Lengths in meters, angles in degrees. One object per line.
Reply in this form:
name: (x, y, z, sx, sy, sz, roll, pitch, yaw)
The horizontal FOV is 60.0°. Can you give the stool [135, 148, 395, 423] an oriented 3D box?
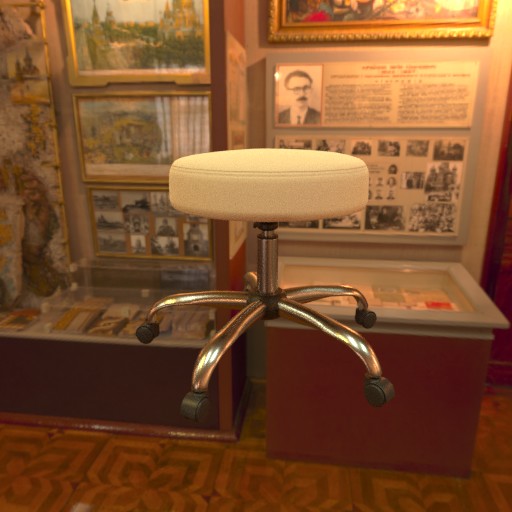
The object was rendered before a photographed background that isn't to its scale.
stool: (0.000, 0.000, 1.030, 0.614, 0.482, 0.634, 3, 16, 9)
